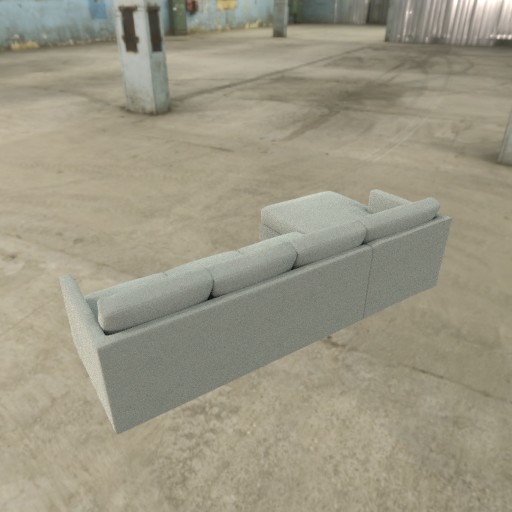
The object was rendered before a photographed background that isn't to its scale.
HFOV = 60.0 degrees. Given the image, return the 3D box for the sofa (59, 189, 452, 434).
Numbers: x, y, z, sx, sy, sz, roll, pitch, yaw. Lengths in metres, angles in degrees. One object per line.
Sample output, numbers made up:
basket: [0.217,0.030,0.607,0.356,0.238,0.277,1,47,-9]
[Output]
sofa: [0.000,0.000,3.931,3.205,0.922,1.650,-18,34,-29]
